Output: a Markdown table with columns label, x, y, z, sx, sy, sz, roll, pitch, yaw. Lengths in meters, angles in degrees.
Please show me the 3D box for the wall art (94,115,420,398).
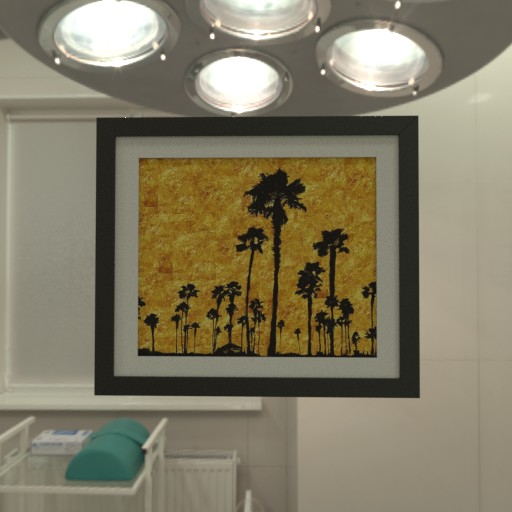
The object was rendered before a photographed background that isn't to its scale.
| label | x | y | z | sx | sy | sz | roll | pitch | yaw |
| --- | --- | --- | --- | --- | --- | --- | --- | --- | --- |
| wall art | 0.000 | 0.000 | 0.529 | 0.383 | 0.332 | 0.012 | 0 | -1 | 1 |
